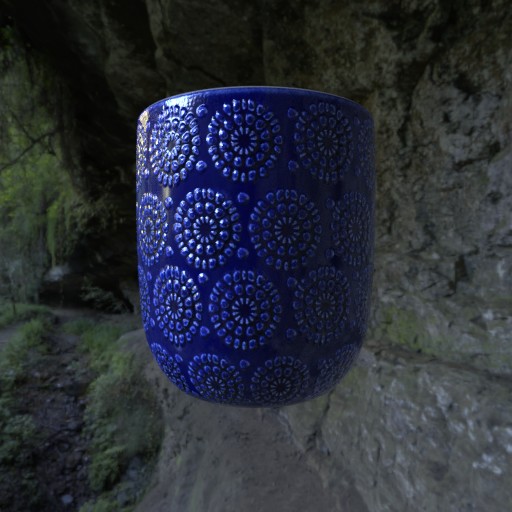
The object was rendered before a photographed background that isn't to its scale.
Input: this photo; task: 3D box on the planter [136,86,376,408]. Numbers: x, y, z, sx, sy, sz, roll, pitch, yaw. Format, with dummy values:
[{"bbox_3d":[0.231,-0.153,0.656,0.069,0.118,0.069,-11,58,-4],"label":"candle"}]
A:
[{"bbox_3d":[0.000,0.000,0.354,0.184,0.206,0.184,0,1,0],"label":"planter"}]
